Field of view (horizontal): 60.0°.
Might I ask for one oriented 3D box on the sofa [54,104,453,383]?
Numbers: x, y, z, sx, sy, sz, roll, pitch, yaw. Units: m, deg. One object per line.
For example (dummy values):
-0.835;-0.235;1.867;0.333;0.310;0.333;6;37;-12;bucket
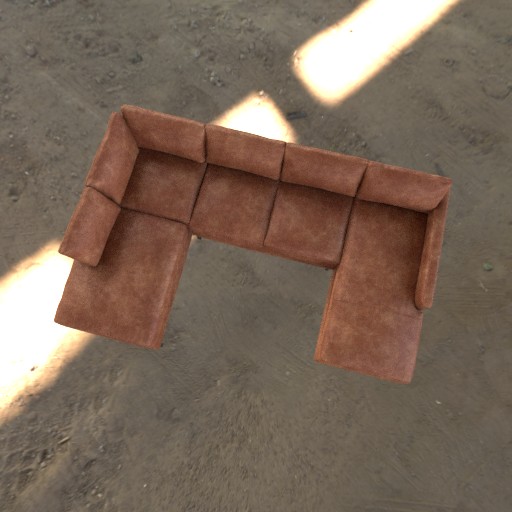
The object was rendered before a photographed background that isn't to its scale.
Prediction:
0.000;0.000;3.804;2.956;0.900;1.939;14;76;3;sofa
